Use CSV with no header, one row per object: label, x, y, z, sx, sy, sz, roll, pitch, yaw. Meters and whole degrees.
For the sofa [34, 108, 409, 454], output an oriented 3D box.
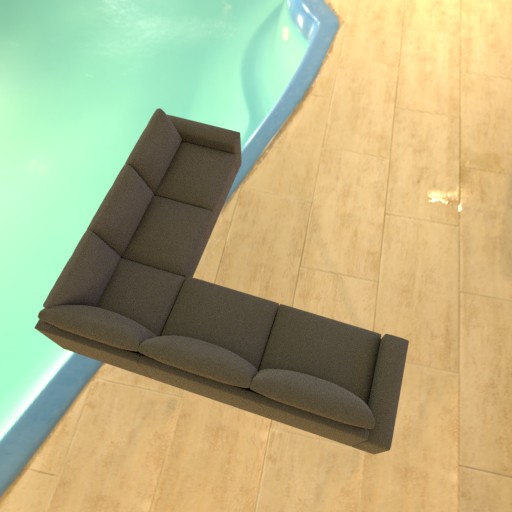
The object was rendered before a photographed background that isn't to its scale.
sofa,0.000,0.000,4.639,3.277,0.965,2.895,16,64,8
